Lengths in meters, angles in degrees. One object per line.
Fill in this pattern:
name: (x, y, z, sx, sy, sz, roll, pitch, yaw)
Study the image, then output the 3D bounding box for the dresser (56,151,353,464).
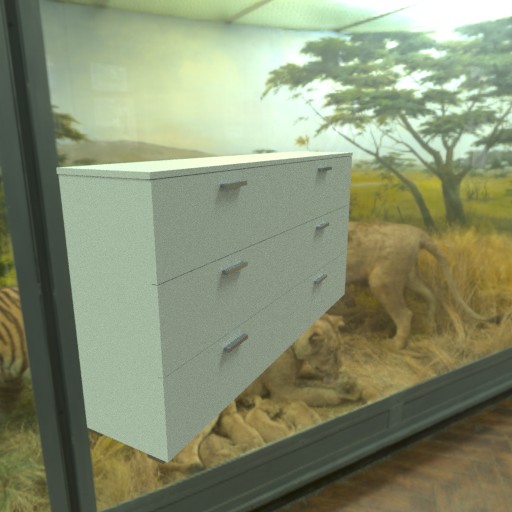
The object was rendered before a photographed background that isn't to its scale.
dresser: (0.000, 0.000, 1.820, 0.333, 0.790, 1.535, 8, 17, 28)
